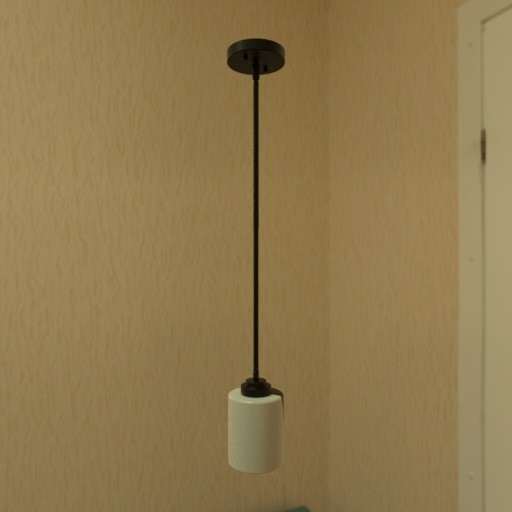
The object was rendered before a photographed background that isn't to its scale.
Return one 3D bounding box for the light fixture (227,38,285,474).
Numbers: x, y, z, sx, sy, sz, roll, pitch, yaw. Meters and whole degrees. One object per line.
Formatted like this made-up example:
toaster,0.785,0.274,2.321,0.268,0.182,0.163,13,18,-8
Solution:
light fixture,0.000,0.000,0.938,0.123,0.863,0.123,0,-1,36
